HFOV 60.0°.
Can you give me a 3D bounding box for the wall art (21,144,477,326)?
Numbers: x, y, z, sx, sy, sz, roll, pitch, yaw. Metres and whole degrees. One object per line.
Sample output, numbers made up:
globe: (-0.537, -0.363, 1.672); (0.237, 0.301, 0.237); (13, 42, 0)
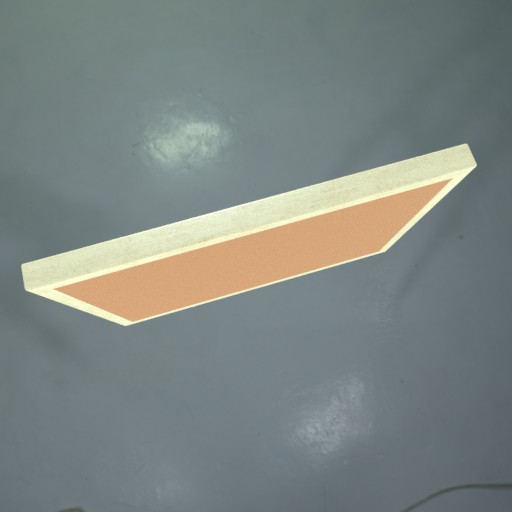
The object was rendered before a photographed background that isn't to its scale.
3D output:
wall art: (0.000, 0.000, 0.690); (0.533, 0.381, 0.032); (-16, 76, -4)
